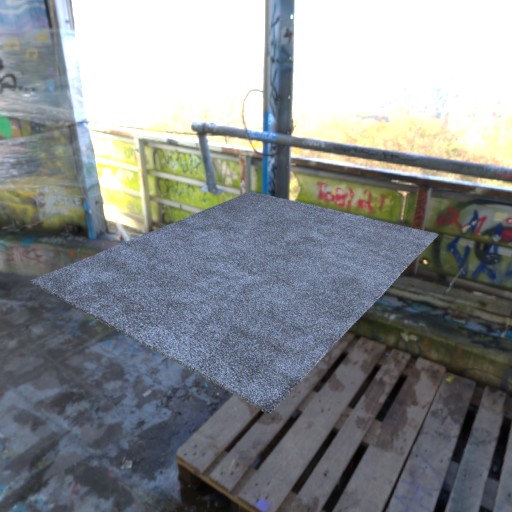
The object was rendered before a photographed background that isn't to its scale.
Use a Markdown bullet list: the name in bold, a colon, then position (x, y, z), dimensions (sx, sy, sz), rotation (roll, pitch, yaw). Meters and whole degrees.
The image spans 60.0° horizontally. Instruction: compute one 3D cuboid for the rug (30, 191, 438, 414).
- **rug**: position (0.000, 0.000, 4.075), dimensions (2.401, 0.025, 3.000), rotation (18, 31, 32)
